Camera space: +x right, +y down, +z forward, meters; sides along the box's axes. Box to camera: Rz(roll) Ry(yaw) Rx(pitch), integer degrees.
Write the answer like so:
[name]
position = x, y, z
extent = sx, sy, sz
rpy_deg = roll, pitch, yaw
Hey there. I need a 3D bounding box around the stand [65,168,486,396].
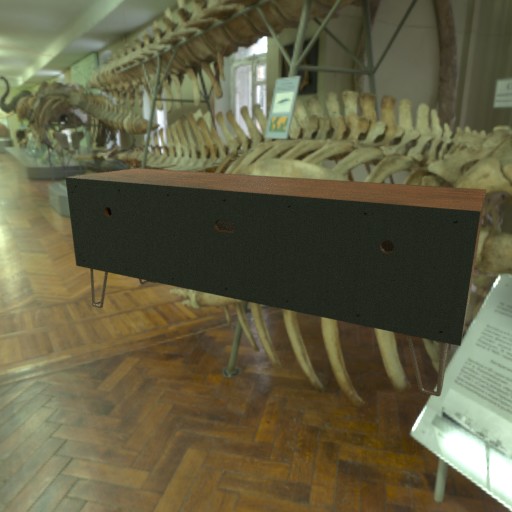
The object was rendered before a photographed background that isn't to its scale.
[stand]
position = 0.000, 0.000, 1.850
extent = 1.626, 0.610, 0.481
rpy_deg = 9, 19, 27
